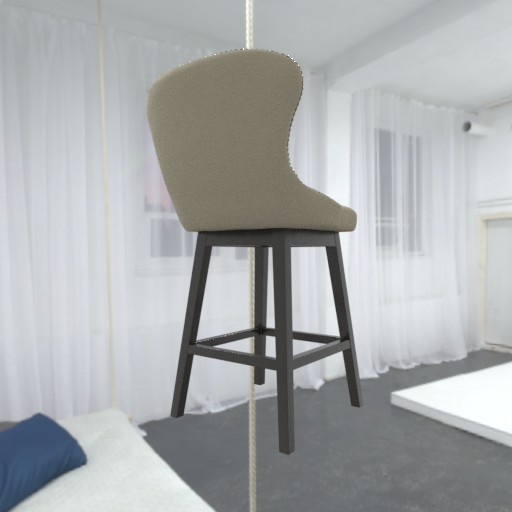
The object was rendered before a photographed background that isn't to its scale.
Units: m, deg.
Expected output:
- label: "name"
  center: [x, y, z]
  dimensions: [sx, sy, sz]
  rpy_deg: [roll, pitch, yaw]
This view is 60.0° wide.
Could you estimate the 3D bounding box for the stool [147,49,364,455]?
- label: "stool"
  center: [0.000, 0.000, 1.328]
  dimensions: [0.528, 0.971, 0.593]
  rpy_deg: [0, 0, 37]
